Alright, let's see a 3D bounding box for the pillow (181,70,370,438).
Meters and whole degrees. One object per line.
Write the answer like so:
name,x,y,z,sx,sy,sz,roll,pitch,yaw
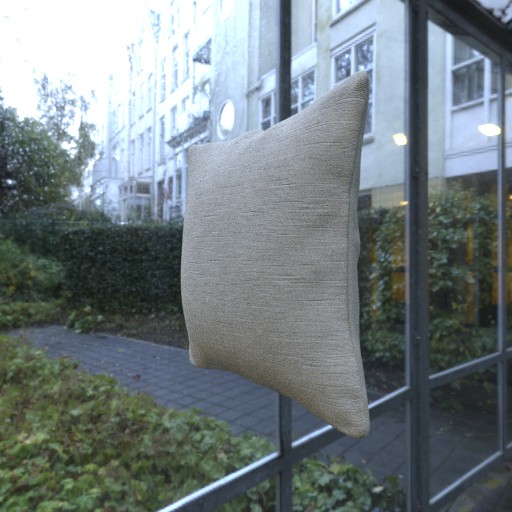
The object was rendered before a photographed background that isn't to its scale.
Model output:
pillow,0.000,0.000,0.673,0.162,0.420,0.437,0,0,-35
